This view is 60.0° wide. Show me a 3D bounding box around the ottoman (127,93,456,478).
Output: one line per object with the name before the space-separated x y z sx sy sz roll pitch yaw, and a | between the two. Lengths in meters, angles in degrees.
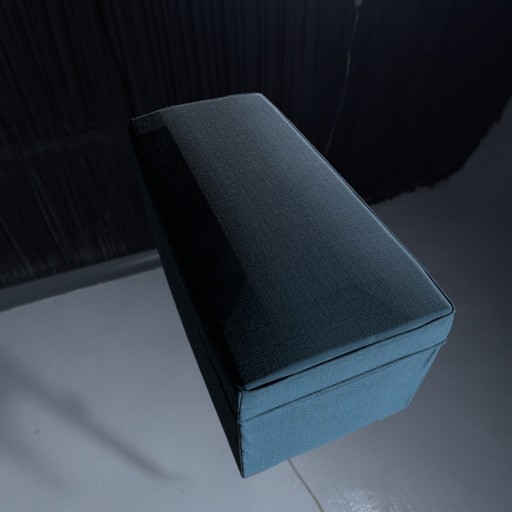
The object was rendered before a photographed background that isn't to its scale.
ottoman | 0.000 0.000 1.195 0.474 0.474 0.943 -16 48 -15
